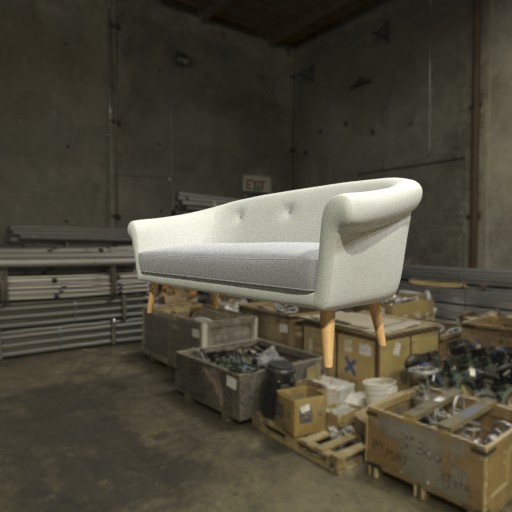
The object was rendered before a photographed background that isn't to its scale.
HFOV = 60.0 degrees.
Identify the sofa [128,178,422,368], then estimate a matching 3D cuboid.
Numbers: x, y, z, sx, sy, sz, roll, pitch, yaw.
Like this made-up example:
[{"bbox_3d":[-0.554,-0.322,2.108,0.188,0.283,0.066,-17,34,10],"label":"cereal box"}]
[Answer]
[{"bbox_3d":[0.000,0.000,2.613,0.827,0.795,2.160,-1,1,-36],"label":"sofa"}]
